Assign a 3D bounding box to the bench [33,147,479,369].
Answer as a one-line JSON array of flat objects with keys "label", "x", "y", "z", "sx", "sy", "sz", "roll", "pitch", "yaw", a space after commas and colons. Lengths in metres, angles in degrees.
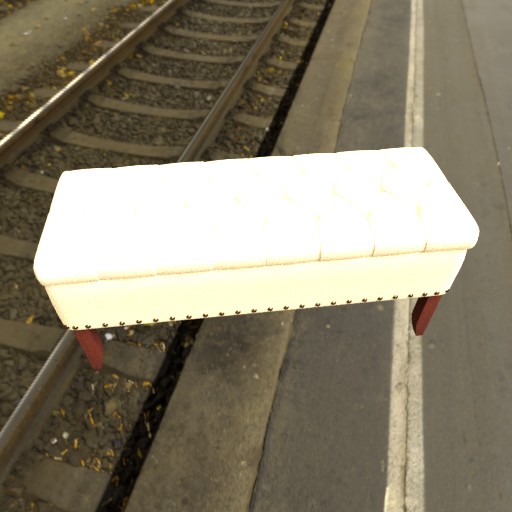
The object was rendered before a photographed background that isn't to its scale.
[{"label": "bench", "x": 0.000, "y": 0.000, "z": 1.302, "sx": 1.054, "sy": 0.470, "sz": 0.400, "roll": -5, "pitch": 47, "yaw": -5}]
